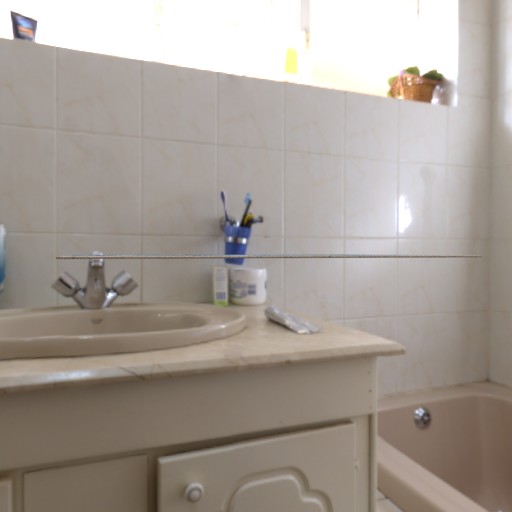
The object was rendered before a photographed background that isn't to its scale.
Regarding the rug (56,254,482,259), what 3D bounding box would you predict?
[{"bbox_3d":[0.000,0.000,2.357,1.836,0.009,1.232,0,0,-18],"label":"rug"}]
